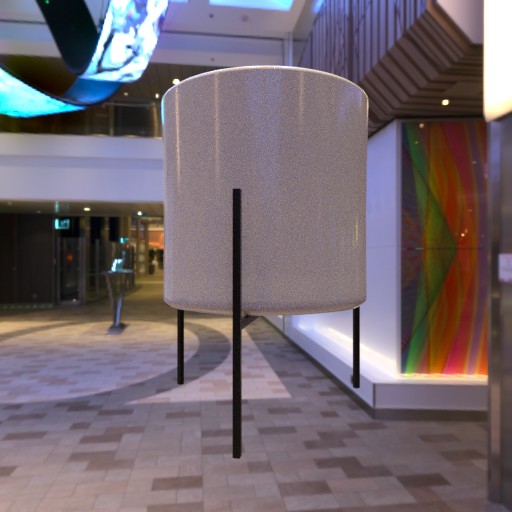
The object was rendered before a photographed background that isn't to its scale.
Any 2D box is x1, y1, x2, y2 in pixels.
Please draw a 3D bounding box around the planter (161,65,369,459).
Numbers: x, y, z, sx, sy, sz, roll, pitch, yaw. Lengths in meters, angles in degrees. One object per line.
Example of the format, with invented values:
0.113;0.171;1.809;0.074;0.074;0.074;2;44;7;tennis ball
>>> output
0.000;0.000;0.728;0.361;0.480;0.360;0;0;36;planter
